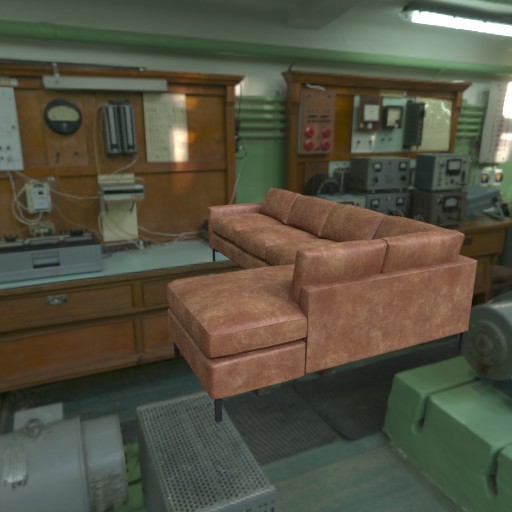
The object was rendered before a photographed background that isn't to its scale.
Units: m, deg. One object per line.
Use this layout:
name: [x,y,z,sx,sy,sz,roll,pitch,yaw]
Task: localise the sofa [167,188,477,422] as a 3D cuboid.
sofa: [0.000,0.000,3.889,1.938,0.877,2.984,-7,17,-24]
